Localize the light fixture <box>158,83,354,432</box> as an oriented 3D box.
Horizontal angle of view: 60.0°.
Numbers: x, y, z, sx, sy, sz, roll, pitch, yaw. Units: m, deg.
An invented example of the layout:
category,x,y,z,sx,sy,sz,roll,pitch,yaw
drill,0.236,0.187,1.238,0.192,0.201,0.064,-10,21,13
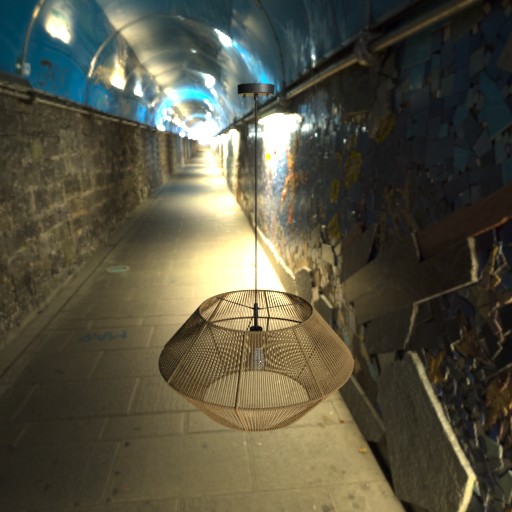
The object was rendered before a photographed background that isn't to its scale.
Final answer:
category,x,y,z,sx,sy,sz,roll,pitch,yaw
light fixture,0.000,0.000,1.396,0.643,1.009,0.643,0,15,0
